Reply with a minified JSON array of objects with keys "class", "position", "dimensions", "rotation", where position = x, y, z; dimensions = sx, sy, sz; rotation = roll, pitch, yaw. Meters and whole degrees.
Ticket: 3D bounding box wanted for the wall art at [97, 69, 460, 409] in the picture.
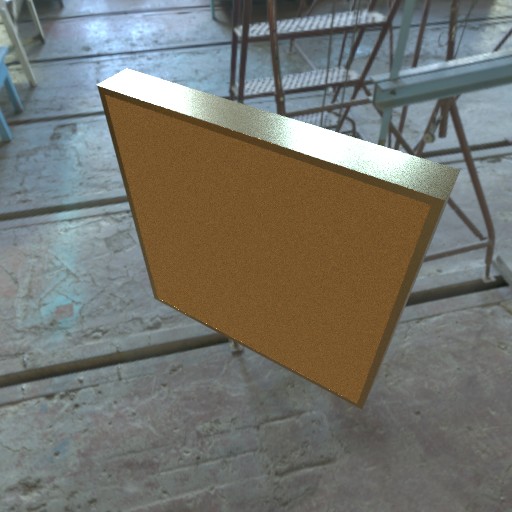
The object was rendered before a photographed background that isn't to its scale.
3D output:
[{"class":"wall art","position":[0.000,0.000,0.457],"dimensions":[0.304,0.304,0.038],"rotation":[24,51,21]}]
